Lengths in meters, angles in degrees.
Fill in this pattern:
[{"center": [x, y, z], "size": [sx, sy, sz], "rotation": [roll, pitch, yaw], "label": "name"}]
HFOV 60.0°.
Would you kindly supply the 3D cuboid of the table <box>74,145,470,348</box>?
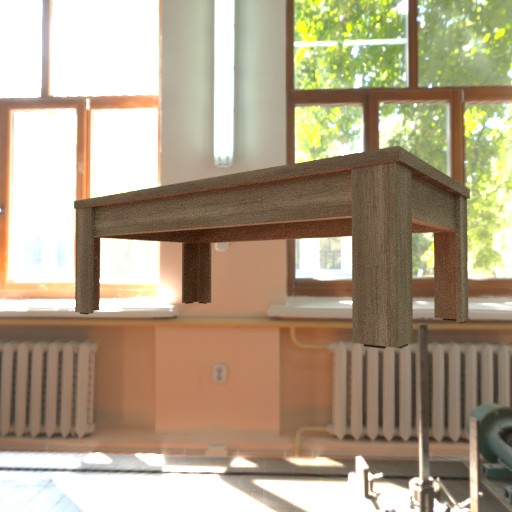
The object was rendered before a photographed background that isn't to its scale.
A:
[{"center": [0.000, 0.000, 1.678], "size": [1.350, 0.460, 0.700], "rotation": [-1, -2, 38], "label": "table"}]
